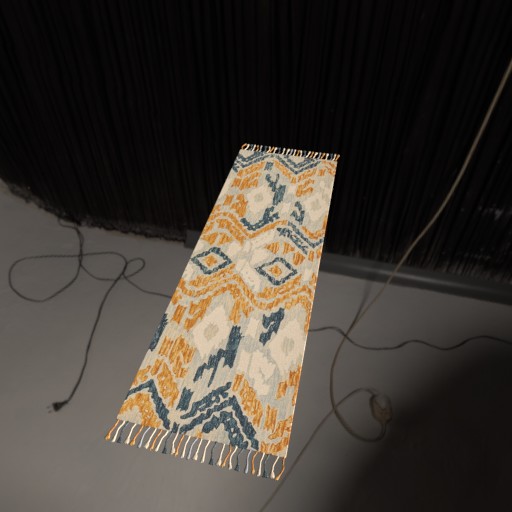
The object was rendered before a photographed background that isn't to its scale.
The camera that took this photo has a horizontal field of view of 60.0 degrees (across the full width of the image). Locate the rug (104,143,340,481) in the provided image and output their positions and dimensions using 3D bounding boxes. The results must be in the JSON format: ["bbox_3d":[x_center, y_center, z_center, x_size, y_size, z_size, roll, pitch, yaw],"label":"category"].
[{"bbox_3d":[0.000,0.000,2.662,0.783,0.010,2.437,9,46,9],"label":"rug"}]
